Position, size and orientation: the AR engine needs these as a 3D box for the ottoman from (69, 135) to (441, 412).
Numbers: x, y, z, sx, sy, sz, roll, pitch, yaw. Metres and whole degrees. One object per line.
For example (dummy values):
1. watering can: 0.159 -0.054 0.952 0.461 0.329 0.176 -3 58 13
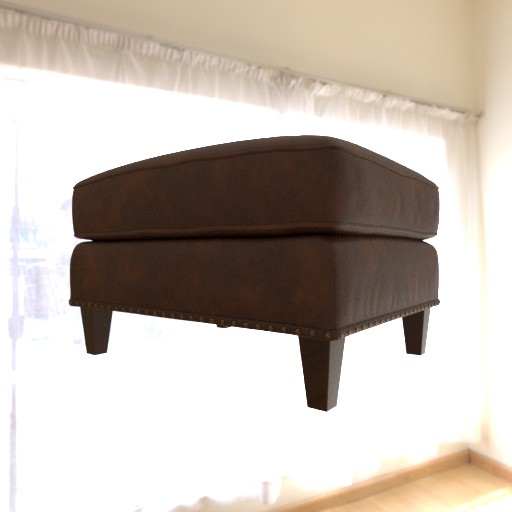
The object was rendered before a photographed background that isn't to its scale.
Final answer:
1. ottoman: 0.000 0.000 1.102 0.742 0.486 0.586 0 1 37
